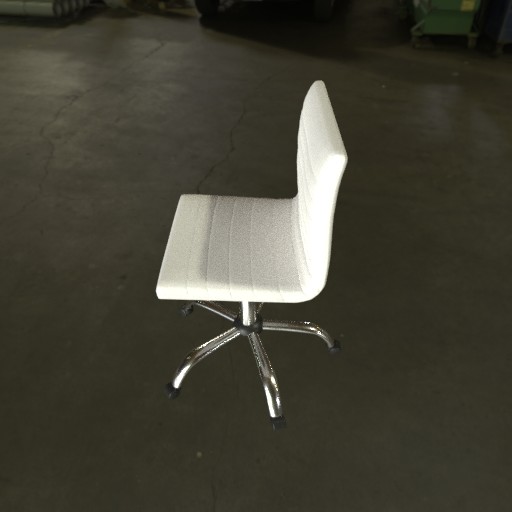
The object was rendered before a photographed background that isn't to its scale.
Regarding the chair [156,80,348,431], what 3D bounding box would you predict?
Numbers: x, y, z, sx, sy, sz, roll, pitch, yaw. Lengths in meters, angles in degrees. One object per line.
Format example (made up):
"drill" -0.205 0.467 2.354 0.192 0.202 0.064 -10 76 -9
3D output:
"chair" 0.000 0.000 1.153 0.530 0.780 0.556 0 40 0
